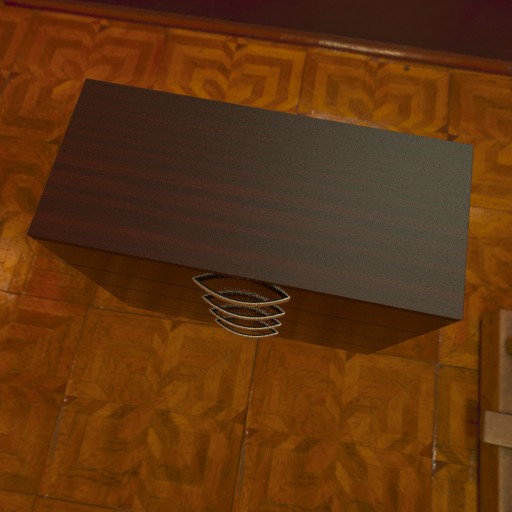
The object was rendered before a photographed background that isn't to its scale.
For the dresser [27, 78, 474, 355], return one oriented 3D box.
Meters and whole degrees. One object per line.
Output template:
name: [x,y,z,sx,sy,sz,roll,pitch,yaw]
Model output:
dresser: [0.000,0.000,1.132,0.750,0.720,0.360,11,73,3]
